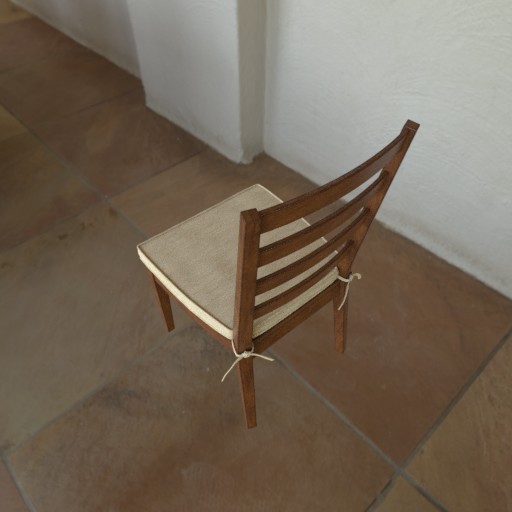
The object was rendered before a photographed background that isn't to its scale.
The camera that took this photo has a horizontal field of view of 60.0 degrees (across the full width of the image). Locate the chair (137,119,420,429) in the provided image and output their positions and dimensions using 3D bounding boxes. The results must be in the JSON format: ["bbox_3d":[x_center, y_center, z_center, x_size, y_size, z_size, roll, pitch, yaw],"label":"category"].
[{"bbox_3d":[0.000,0.000,1.378,0.593,0.979,0.595,-32,55,-26],"label":"chair"}]
